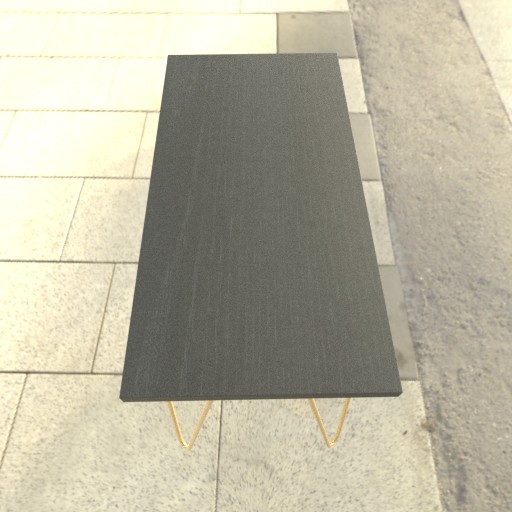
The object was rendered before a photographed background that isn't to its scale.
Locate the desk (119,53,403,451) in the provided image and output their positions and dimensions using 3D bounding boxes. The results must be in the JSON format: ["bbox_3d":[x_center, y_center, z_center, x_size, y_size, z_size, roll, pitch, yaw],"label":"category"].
[{"bbox_3d":[0.000,0.000,1.321,0.499,0.660,0.991,-1,58,-1],"label":"desk"}]
